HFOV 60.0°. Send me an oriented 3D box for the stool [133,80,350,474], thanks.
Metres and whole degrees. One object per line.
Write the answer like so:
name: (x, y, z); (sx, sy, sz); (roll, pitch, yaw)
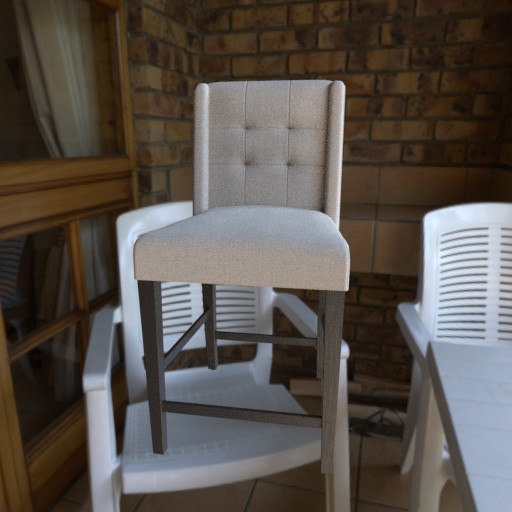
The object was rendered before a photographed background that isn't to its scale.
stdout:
stool: (0.000, 0.000, 1.198); (0.474, 0.939, 0.509); (2, 15, 9)
